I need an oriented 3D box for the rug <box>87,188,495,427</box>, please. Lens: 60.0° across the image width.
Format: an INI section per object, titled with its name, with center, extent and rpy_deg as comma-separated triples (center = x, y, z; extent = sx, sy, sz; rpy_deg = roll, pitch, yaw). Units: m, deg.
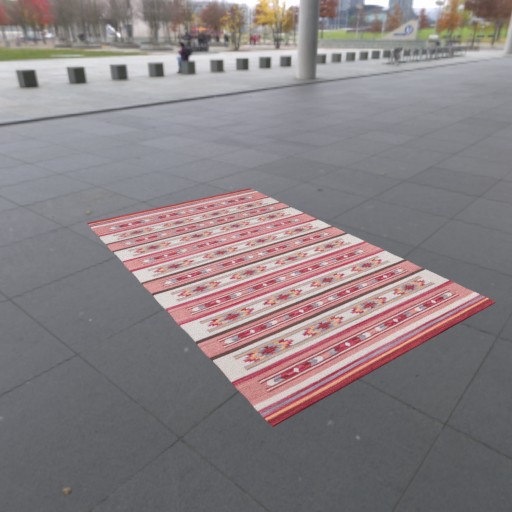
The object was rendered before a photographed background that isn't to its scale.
[rug]
center = 0.000, 0.000, 2.945
extent = 1.535, 0.010, 2.431
rpy_deg = -17, 31, -30
